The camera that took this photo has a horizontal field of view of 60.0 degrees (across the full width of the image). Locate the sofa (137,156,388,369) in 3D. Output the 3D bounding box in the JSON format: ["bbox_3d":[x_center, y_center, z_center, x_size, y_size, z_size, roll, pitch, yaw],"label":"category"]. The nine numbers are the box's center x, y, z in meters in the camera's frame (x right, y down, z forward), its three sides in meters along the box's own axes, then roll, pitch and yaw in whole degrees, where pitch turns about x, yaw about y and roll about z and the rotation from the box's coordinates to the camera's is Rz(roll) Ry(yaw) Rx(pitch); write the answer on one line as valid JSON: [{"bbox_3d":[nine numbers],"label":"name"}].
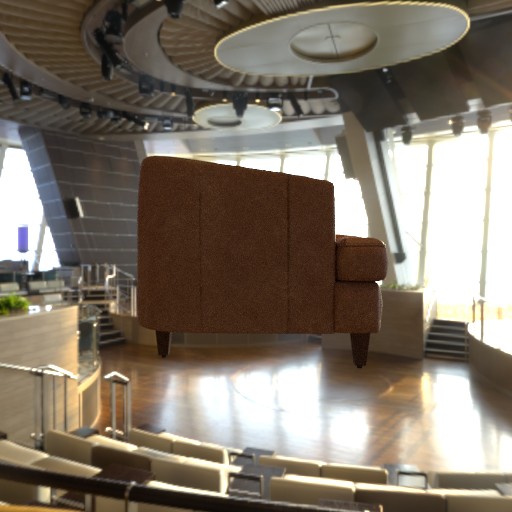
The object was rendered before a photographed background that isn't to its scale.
[{"bbox_3d":[0.000,0.000,2.630,0.922,0.791,2.257,0,0,0],"label":"sofa"}]
